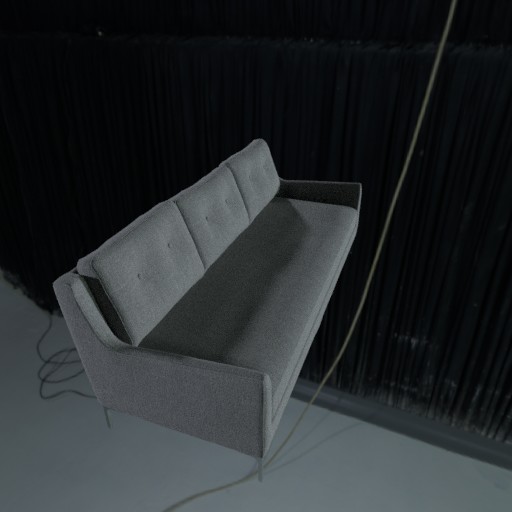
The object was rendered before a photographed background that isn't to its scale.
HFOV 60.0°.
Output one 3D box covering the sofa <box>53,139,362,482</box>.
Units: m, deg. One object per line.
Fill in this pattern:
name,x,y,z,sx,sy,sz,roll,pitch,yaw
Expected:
sofa,0.000,0.000,2.490,0.849,0.837,2.060,11,31,18
